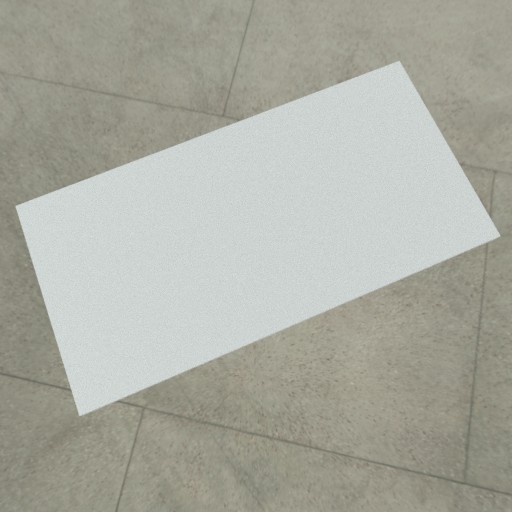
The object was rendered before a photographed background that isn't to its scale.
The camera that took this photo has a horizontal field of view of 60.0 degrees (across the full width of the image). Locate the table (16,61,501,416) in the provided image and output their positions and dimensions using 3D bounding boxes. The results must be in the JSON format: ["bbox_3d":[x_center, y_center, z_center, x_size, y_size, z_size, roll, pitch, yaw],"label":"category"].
[{"bbox_3d":[0.000,0.000,1.328,0.991,0.660,0.498,-22,77,-6],"label":"table"}]
